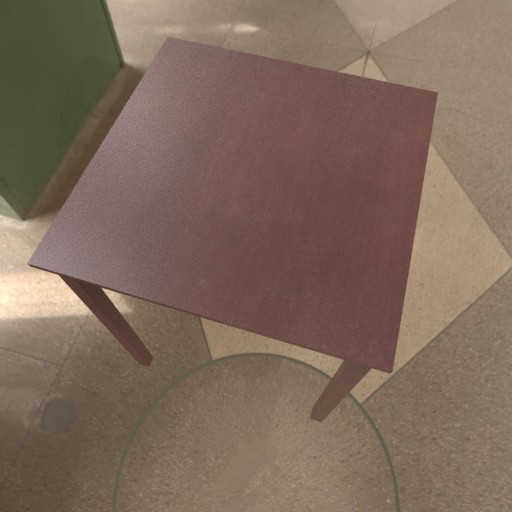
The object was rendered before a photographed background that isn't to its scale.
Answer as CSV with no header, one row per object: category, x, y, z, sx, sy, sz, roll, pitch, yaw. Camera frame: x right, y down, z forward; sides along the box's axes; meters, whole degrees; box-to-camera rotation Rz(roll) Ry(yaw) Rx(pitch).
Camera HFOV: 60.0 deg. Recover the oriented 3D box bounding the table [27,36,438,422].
table,0.000,0.000,1.613,0.861,0.991,0.861,15,63,8
